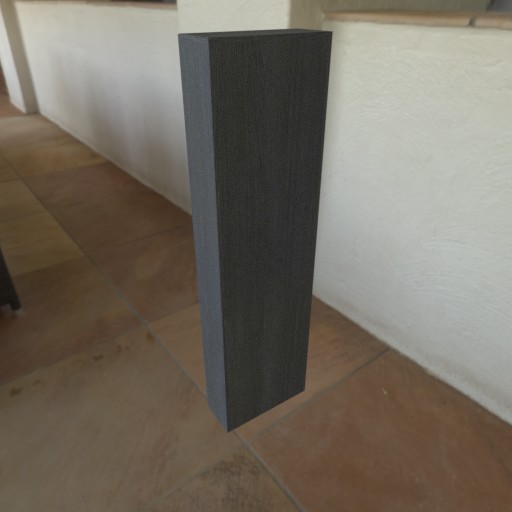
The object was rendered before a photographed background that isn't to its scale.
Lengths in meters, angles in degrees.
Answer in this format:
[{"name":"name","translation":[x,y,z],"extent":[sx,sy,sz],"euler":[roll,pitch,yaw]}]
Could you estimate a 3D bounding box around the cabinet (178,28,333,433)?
[{"name":"cabinet","translation":[0.000,0.000,1.982],"extent":[0.500,1.790,0.230],"euler":[-19,35,-29]}]
